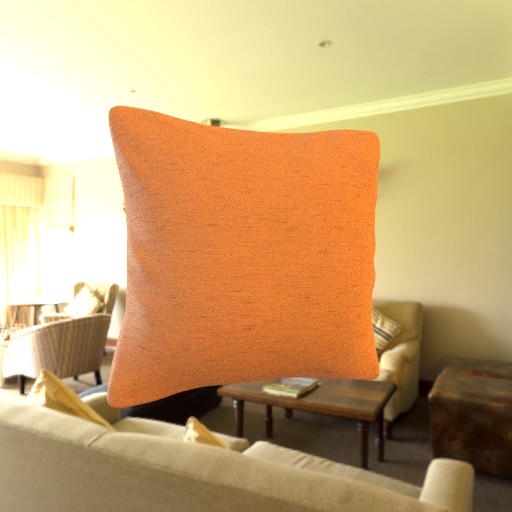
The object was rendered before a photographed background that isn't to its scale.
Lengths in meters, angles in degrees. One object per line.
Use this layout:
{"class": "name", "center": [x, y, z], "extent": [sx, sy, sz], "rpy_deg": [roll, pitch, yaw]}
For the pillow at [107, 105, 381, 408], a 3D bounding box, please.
{"class": "pillow", "center": [0.000, 0.000, 0.675], "extent": [0.432, 0.415, 0.246], "rpy_deg": [0, 1, -19]}
